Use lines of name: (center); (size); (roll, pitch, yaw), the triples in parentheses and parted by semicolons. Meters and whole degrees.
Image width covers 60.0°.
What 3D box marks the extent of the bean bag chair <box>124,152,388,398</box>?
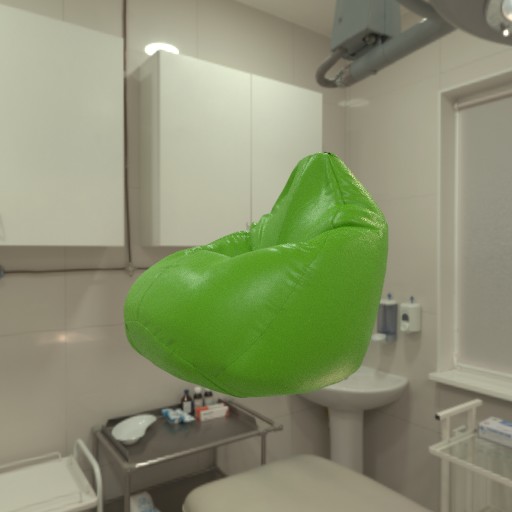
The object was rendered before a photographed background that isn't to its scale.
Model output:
bean bag chair: (0.000, 0.000, 1.933); (1.070, 0.990, 1.070); (-1, 1, -35)
